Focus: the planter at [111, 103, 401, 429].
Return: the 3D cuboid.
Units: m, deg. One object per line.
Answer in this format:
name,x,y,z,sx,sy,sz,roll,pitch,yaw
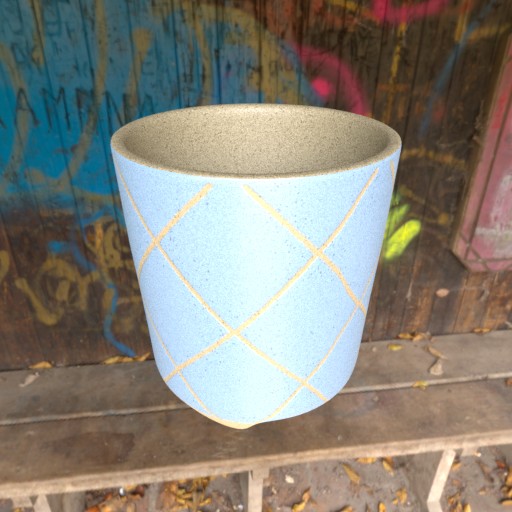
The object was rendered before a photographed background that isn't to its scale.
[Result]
planter,0.000,0.000,0.416,0.227,0.235,0.227,0,30,0
